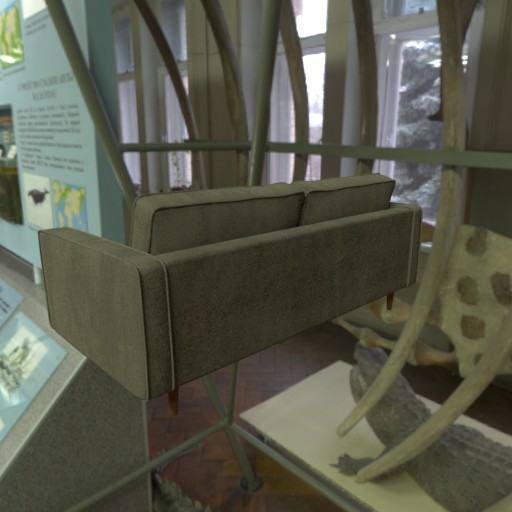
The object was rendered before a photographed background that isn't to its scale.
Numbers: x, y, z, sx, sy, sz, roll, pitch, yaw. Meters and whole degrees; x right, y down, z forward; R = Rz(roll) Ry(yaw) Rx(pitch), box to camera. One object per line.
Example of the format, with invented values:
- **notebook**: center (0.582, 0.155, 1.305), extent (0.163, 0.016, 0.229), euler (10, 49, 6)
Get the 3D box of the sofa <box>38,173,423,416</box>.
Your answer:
- **sofa**: center (0.000, 0.000, 2.369), extent (1.920, 0.825, 0.924), euler (-14, 20, -42)
